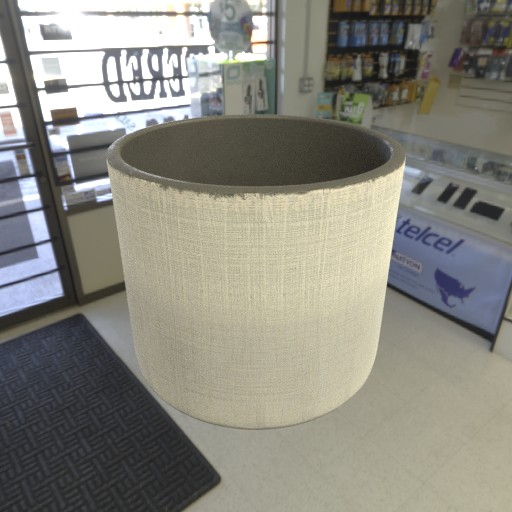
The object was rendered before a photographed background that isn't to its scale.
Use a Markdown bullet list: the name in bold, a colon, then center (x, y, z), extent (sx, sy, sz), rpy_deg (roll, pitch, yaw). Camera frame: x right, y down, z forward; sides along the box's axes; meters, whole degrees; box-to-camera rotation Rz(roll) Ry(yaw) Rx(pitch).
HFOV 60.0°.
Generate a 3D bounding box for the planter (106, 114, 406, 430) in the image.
- **planter**: center (0.000, 0.000, 0.388), extent (0.226, 0.201, 0.226), rpy_deg (0, 28, 0)
